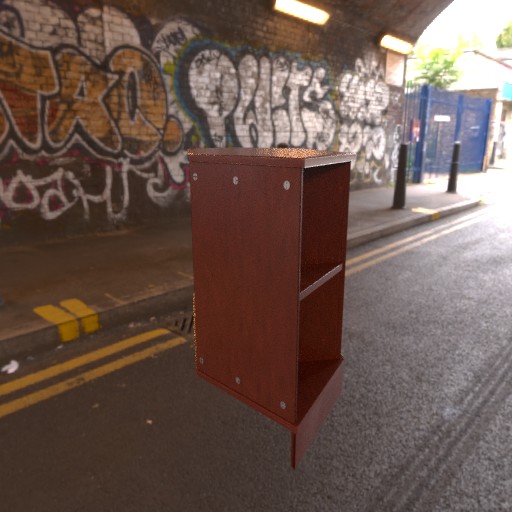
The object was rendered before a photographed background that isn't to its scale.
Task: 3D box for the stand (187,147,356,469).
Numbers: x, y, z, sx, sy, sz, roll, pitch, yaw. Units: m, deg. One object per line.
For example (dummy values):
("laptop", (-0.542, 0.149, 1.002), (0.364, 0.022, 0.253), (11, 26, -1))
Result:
("stand", (0.000, 0.000, 1.325), (0.381, 0.614, 1.072), (-2, 15, -8))
